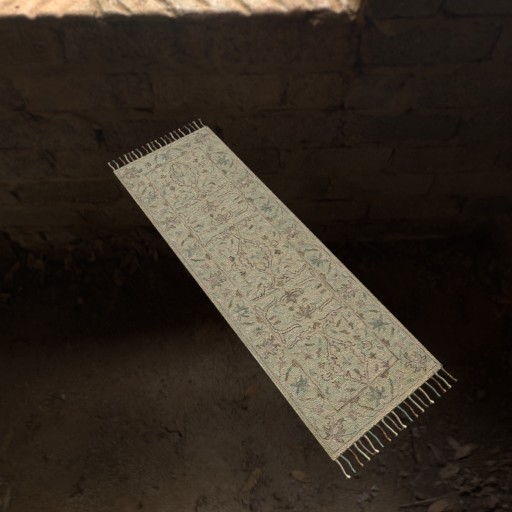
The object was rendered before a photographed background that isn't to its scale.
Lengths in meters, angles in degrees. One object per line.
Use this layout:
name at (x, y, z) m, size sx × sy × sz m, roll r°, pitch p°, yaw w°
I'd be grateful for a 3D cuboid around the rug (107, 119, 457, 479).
rug at (0.000, 0.000, 2.664) m, size 0.769 × 0.013 × 2.440 m, roll -32°, pitch 63°, yaw -18°
